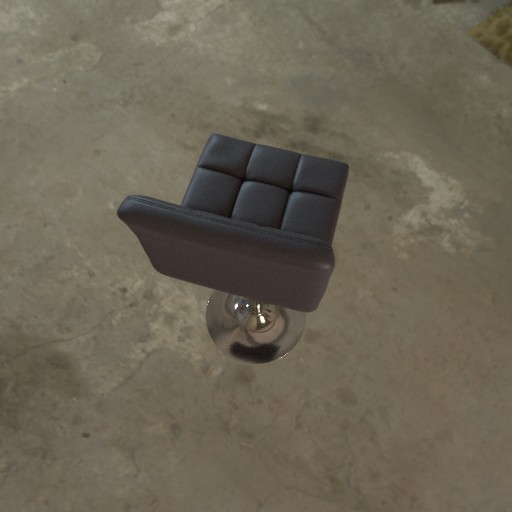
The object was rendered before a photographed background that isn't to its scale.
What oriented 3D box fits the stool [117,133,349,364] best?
[{"bbox_3d":[0.000,0.000,1.384,0.430,1.115,0.505,14,65,7],"label":"stool"}]
